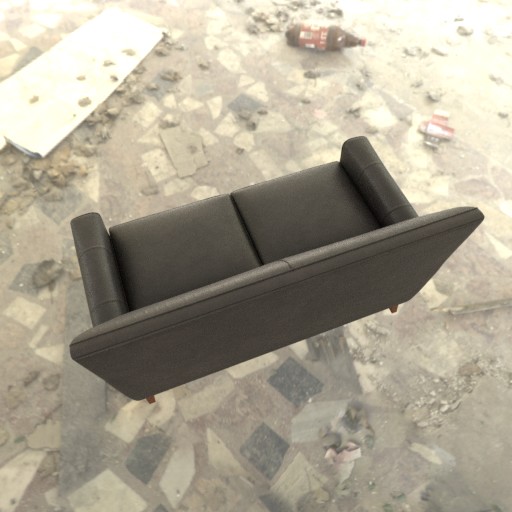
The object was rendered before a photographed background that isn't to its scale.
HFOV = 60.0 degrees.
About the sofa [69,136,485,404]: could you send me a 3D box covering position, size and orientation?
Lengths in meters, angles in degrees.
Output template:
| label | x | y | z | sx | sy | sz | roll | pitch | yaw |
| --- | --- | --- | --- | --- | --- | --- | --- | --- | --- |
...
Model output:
| label | x | y | z | sx | sy | sz | roll | pitch | yaw |
| --- | --- | --- | --- | --- | --- | --- | --- | --- | --- |
| sofa | 0.000 | 0.000 | 2.009 | 1.473 | 0.871 | 0.787 | -18 | 60 | -11 |
